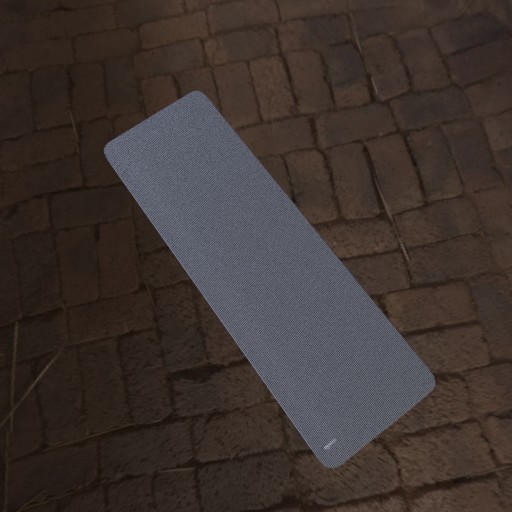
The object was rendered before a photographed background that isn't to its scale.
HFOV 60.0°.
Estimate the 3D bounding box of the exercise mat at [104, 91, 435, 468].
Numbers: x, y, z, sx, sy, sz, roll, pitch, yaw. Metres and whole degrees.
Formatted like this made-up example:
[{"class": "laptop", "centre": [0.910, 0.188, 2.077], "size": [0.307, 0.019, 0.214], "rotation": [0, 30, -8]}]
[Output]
[{"class": "exercise mat", "centre": [0.000, 0.000, 2.097], "size": [0.616, 0.021, 1.884], "rotation": [-35, 76, -10]}]
